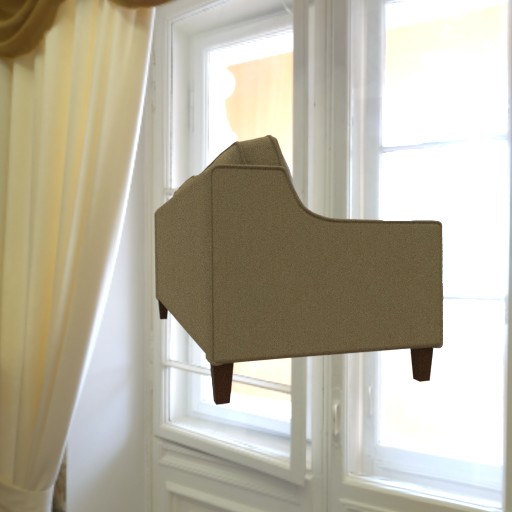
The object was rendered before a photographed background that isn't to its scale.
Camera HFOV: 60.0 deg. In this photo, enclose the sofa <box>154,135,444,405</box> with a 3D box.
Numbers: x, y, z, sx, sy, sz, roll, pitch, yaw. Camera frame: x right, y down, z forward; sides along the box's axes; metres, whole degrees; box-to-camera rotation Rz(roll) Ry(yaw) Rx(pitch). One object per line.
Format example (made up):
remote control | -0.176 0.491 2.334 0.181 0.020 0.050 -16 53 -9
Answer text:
sofa | 0.000 0.000 2.804 1.066 1.071 2.178 0 1 -18
